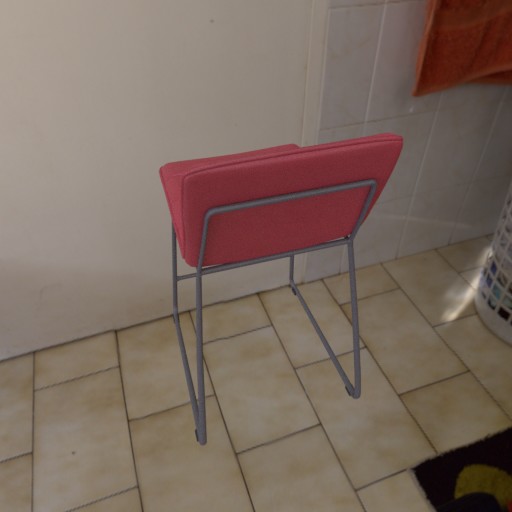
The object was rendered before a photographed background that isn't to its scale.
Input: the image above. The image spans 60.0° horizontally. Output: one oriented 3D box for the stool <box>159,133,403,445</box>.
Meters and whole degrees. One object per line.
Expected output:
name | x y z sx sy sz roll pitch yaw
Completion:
stool | 0.000 0.000 1.163 0.489 0.866 0.524 -12 43 -13
